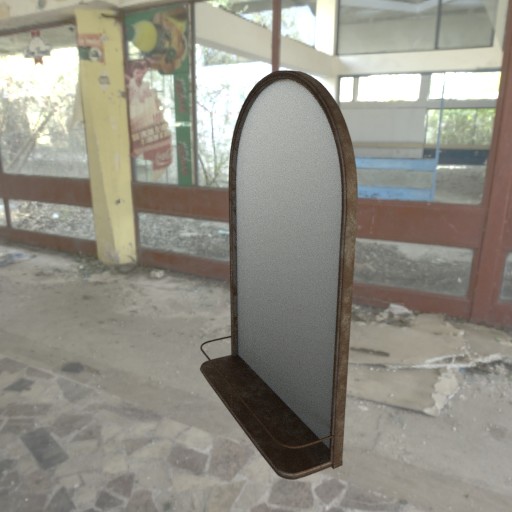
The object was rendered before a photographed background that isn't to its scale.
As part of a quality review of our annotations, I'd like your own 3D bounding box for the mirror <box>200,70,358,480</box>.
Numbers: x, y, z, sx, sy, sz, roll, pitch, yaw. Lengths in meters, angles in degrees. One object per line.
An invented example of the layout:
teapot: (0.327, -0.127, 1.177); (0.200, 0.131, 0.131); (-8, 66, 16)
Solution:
mirror: (0.000, 0.000, 0.984); (0.137, 0.770, 0.510); (-7, 17, -26)
